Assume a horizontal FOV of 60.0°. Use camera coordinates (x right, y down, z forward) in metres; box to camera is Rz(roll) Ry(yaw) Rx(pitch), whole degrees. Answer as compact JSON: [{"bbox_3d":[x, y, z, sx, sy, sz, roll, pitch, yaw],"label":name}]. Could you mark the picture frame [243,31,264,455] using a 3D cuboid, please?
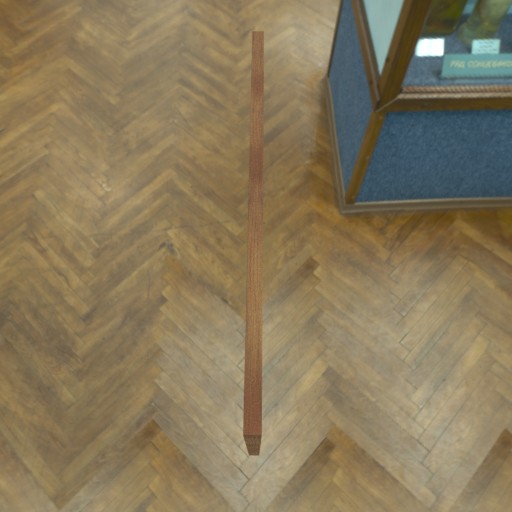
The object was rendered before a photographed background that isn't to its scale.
[{"bbox_3d":[0.000,0.000,1.191,0.029,0.640,0.950,1,63,0],"label":"picture frame"}]
